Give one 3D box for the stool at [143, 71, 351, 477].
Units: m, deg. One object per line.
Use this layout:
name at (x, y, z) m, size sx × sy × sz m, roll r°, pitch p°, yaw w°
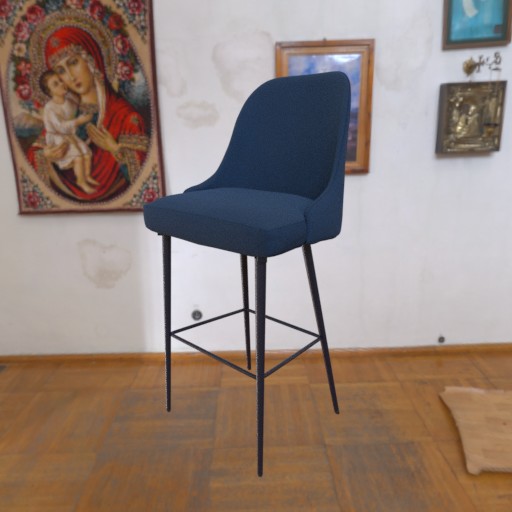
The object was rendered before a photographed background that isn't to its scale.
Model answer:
stool at (0.000, 0.000, 1.358) m, size 0.527 × 1.079 × 0.489 m, roll 14°, pitch 21°, yaw 42°
